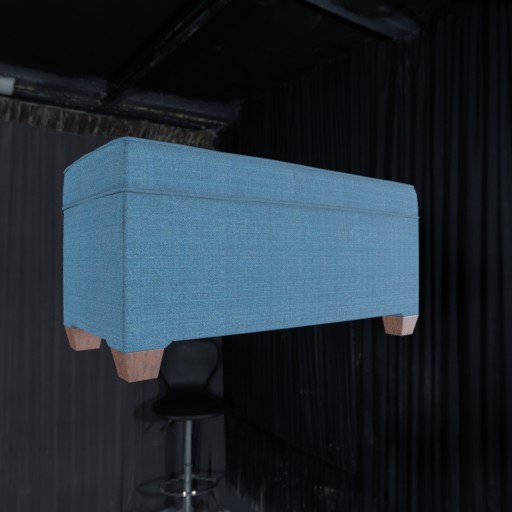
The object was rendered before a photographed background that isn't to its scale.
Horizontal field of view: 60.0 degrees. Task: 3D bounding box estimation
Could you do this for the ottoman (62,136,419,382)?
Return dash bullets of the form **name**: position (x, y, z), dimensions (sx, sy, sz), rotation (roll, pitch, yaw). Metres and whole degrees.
- **ottoman**: position (0.000, 0.000, 1.247), dimensions (0.943, 0.474, 0.474), rotation (0, 0, -37)
